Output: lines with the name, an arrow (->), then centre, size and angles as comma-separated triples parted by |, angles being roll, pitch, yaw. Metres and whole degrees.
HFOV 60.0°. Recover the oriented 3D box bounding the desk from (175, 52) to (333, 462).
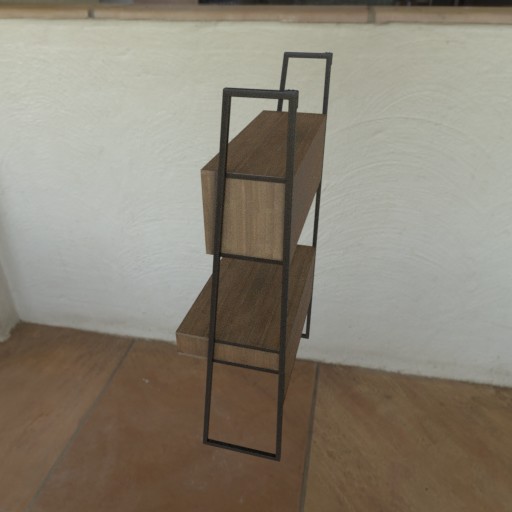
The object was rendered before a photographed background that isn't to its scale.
desk -> 0.000, 0.000, 2.260 | 0.515, 1.809, 0.982 | 8, 32, 12
